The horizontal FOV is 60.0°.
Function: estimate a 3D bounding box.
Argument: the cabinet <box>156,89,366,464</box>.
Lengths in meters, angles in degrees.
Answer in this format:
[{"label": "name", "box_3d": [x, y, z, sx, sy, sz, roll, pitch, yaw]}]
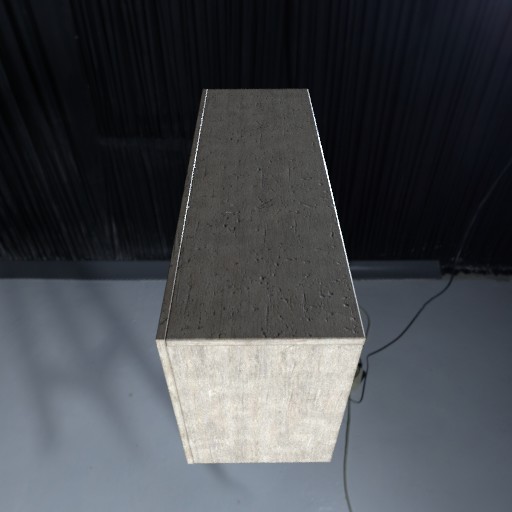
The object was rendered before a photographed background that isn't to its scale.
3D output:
[{"label": "cabinet", "box_3d": [0.000, 0.000, 1.875, 0.511, 0.825, 1.460, 0, 43, 0]}]
